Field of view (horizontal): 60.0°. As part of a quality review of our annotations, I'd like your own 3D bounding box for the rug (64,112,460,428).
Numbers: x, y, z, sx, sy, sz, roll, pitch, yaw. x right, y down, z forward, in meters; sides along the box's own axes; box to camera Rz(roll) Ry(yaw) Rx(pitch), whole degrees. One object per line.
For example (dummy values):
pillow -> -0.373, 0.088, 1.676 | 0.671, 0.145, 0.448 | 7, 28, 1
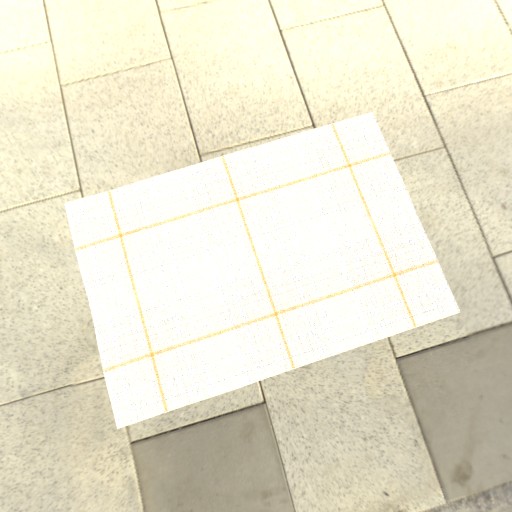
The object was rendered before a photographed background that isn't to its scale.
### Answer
rug -> 0.000, 0.000, 2.366 | 1.825, 0.015, 1.232 | -18, 77, -4
